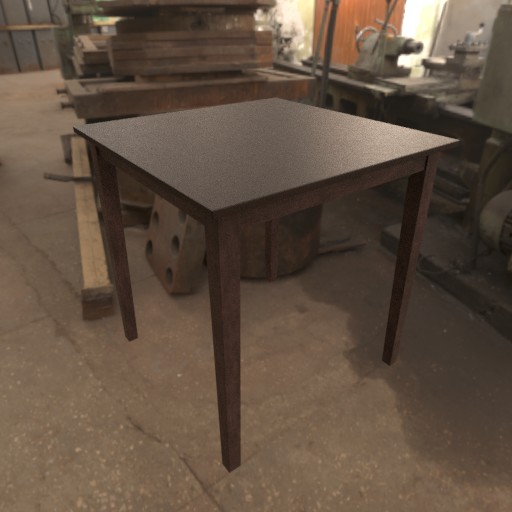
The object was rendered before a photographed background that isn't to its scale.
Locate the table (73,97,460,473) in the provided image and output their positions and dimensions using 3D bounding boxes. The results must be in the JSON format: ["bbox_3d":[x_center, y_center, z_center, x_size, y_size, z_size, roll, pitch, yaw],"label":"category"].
[{"bbox_3d":[0.000,0.000,1.394,0.749,0.770,0.749,-20,35,-32],"label":"table"}]
